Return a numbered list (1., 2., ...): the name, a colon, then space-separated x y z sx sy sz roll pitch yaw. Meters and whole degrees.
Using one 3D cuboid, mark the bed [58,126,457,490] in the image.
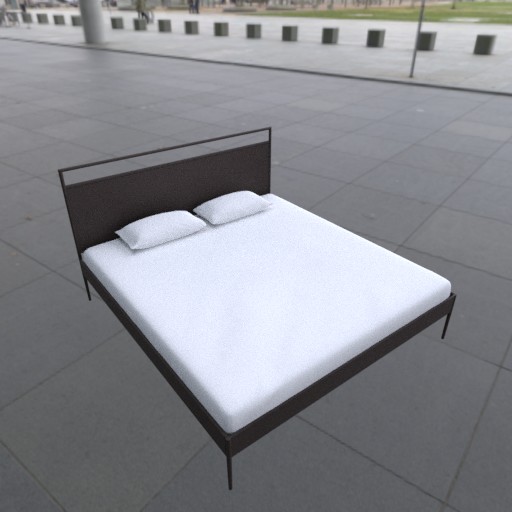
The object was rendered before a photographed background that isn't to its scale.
1. bed: 0.000 0.000 3.304 1.993 1.173 2.151 -21 37 -32
